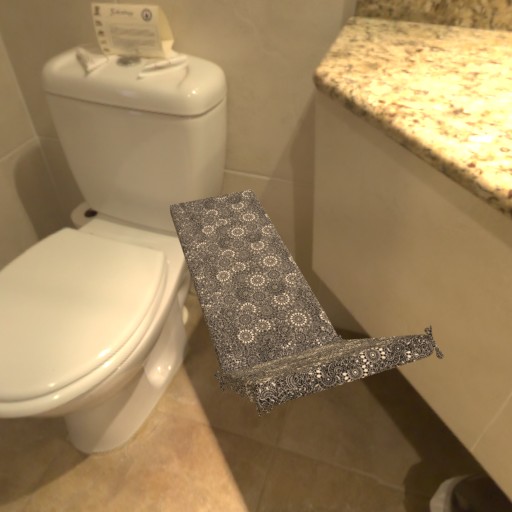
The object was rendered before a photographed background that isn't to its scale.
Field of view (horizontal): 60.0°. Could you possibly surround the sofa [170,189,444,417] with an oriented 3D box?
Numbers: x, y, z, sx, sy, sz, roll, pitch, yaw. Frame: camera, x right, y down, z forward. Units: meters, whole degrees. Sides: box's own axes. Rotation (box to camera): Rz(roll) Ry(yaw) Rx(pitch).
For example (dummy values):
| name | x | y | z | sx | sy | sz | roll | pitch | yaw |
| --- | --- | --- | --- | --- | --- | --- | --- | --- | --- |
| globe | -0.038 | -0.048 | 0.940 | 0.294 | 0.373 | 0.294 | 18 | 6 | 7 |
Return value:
| name | x | y | z | sx | sy | sz | roll | pitch | yaw |
| --- | --- | --- | --- | --- | --- | --- | --- | --- | --- |
| sofa | 0.000 | 0.000 | 1.912 | 0.582 | 0.622 | 1.663 | -13 | 44 | -14 |
